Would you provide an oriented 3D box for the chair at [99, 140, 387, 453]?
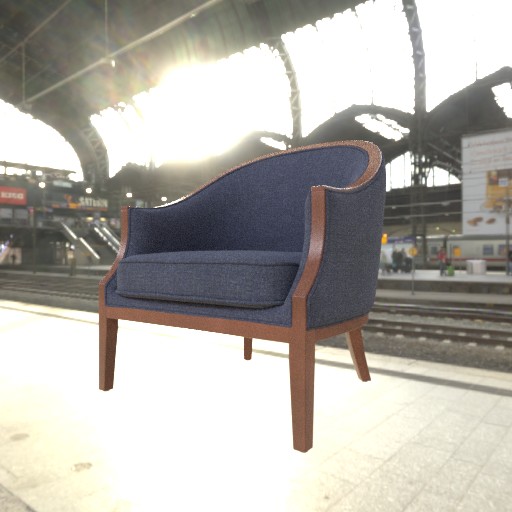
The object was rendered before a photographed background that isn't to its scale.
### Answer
[{"bbox_3d":[0.000,0.000,1.472,0.803,0.876,0.735,0,0,37],"label":"chair"}]
